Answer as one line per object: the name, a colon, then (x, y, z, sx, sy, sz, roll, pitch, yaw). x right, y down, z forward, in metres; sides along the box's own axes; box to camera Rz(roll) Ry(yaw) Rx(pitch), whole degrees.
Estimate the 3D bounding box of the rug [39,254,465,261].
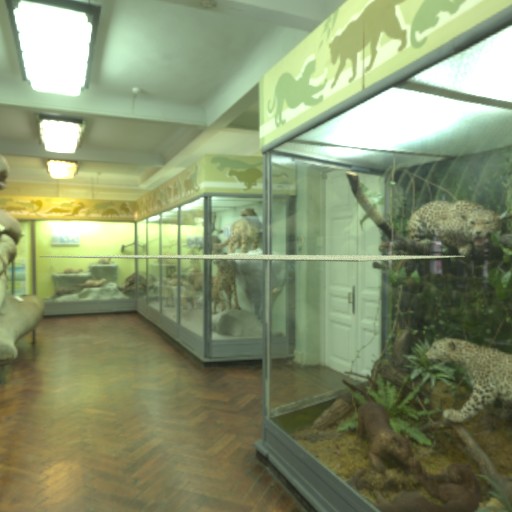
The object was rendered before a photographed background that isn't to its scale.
rug: (0.000, 0.000, 4.061, 3.051, 0.021, 2.448, 0, 1, 36)
